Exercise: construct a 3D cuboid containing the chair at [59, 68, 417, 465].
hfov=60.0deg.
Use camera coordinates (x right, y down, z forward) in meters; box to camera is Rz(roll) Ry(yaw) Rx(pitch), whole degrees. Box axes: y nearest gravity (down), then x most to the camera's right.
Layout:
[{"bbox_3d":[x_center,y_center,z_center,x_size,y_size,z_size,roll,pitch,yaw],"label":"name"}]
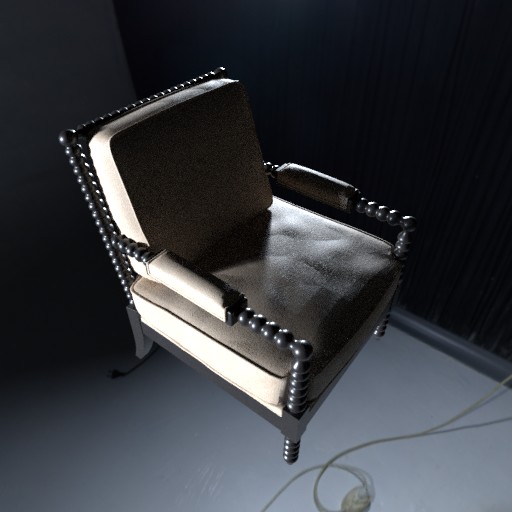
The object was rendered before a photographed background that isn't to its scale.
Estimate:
[{"bbox_3d":[0.000,0.000,1.148,0.657,0.703,0.555,27,48,27],"label":"chair"}]
